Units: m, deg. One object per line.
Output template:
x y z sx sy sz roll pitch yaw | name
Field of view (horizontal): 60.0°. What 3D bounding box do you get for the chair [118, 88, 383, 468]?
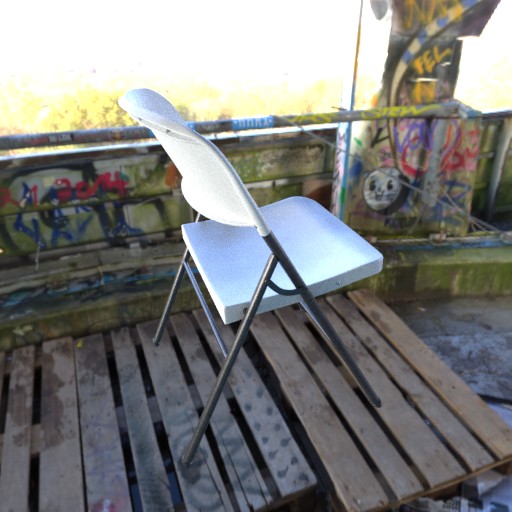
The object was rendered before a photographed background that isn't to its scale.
0.000 0.000 1.140 0.566 0.810 0.494 -10 31 -17 | chair
